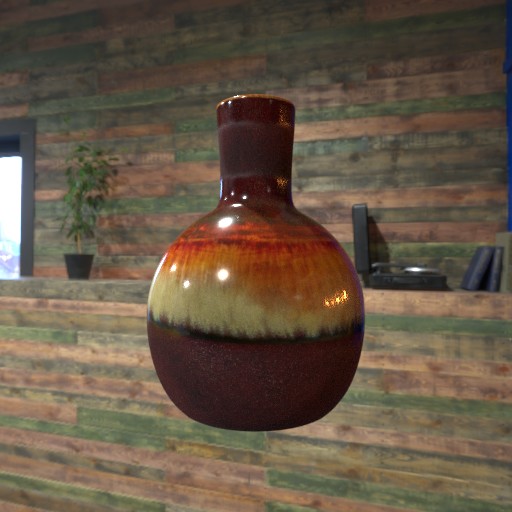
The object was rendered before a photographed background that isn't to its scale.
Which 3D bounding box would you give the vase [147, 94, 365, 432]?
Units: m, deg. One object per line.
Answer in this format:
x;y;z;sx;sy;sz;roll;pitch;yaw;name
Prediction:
0.000;0.000;0.231;0.111;0.154;0.111;0;0;0;vase
